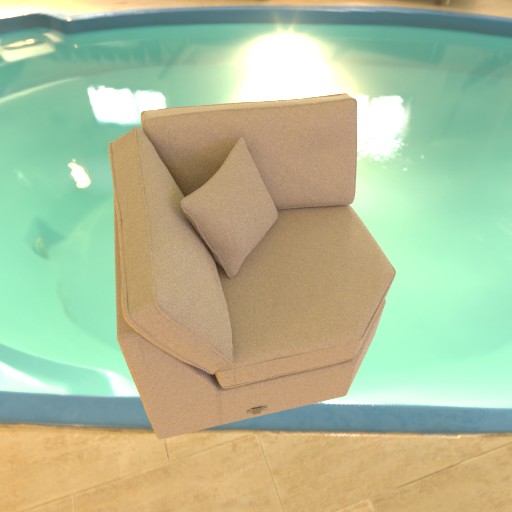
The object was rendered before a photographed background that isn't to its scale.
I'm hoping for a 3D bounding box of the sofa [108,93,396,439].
[{"bbox_3d":[0.000,0.000,1.834,1.042,0.937,1.050,-9,46,-9],"label":"sofa"}]
